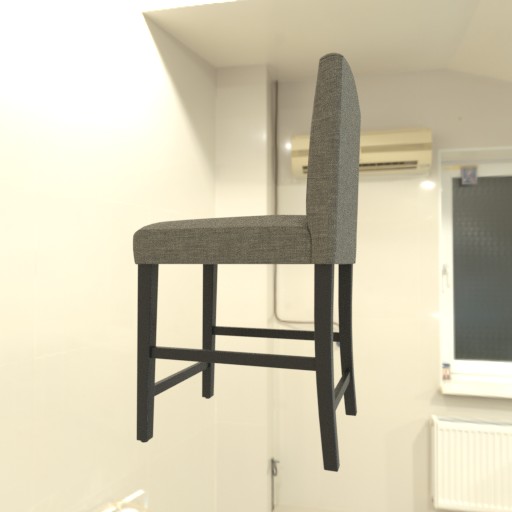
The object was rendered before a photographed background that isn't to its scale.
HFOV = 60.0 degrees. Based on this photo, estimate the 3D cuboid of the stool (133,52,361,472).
[{"bbox_3d":[0.000,0.000,1.264,0.552,0.966,0.451,0,-1,19],"label":"stool"}]
